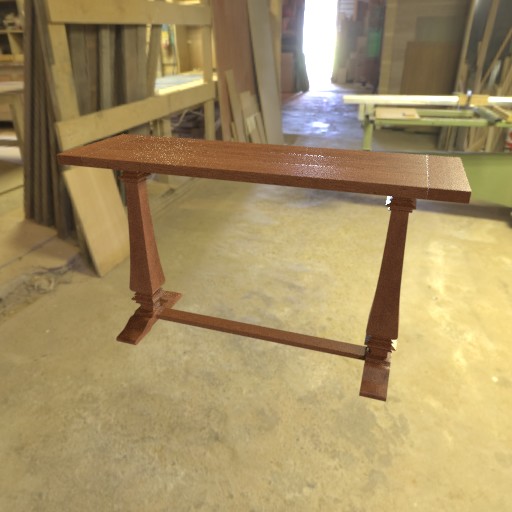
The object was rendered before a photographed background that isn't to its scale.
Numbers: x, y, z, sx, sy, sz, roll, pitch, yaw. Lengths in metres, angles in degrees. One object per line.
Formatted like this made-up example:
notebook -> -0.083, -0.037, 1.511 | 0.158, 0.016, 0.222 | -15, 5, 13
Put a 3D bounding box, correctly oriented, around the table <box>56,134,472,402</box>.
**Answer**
table -> 0.000, 0.000, 1.881 | 1.478, 0.852, 0.461 | 8, 27, 17
